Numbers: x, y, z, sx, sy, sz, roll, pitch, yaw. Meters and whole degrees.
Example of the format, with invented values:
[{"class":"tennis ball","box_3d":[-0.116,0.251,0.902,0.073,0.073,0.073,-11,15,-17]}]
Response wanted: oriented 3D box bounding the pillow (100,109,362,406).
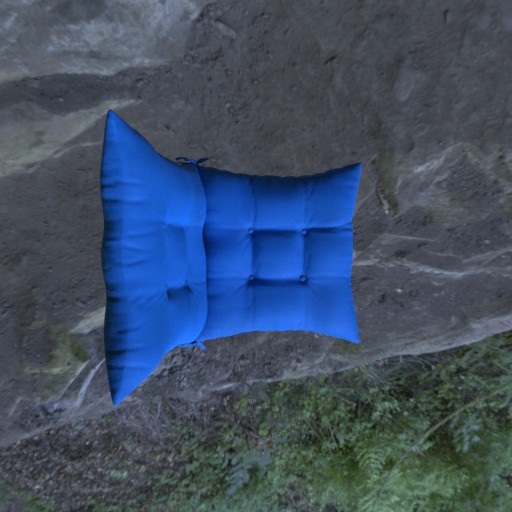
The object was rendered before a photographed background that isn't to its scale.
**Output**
[{"class":"pillow","box_3d":[0.000,0.000,1.014,0.585,0.536,0.541,0,91,0]}]
